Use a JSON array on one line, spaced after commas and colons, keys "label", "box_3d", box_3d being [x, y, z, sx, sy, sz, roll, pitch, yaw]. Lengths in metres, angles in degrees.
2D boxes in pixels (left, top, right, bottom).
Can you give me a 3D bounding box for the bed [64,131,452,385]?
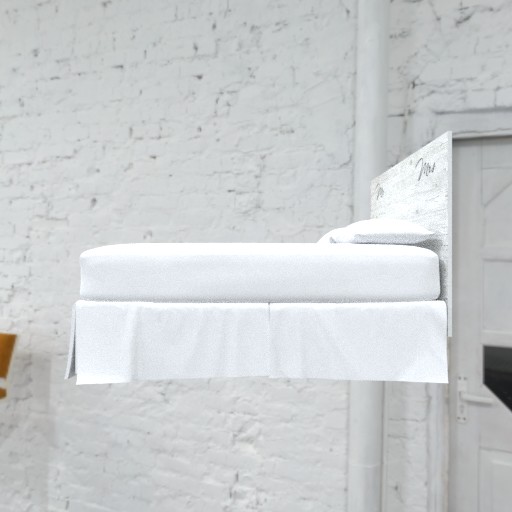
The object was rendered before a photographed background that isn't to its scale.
[{"label": "bed", "box_3d": [0.000, 0.000, 3.129, 2.094, 1.335, 1.745, 0, 0, 0]}]
